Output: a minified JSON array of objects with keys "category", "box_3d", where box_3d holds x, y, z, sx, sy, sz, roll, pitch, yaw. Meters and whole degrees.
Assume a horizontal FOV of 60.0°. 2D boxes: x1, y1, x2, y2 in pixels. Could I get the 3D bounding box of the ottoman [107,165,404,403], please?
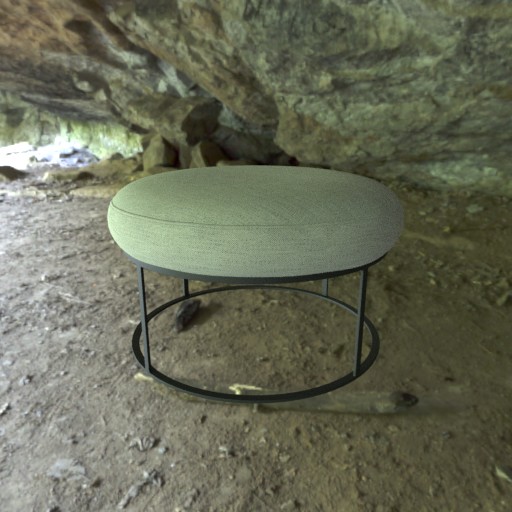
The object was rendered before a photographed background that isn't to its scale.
[{"category":"ottoman","box_3d":[0.000,0.000,1.240,0.769,0.459,0.769,0,17,0]}]
